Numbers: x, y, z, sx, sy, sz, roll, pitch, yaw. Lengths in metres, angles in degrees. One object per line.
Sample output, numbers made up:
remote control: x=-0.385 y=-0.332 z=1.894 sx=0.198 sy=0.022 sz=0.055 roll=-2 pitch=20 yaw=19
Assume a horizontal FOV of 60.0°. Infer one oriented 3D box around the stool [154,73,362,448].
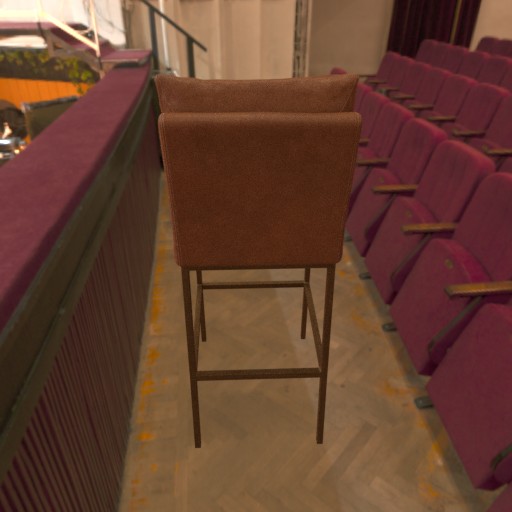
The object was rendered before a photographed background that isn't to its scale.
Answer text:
stool: x=0.000 y=0.000 z=1.397 sx=0.463 sy=1.124 sz=0.571 roll=-1 pitch=30 yaw=-2
